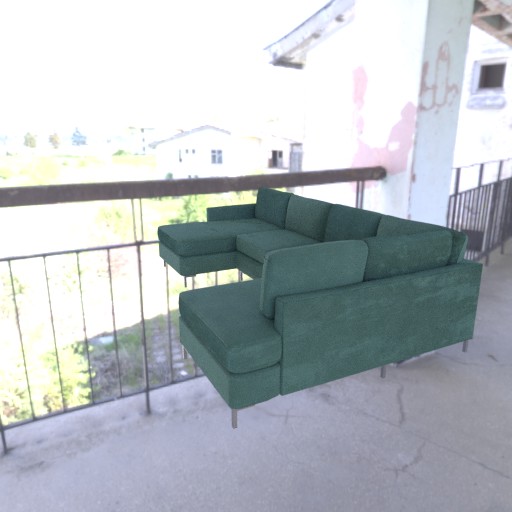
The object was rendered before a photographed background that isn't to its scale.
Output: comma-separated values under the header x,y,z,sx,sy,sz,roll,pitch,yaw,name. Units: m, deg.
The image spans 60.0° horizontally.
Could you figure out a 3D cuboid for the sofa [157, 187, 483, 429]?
x,y,z,sx,sy,sz,roll,pitch,yaw,name
0.000,0.000,4.324,2.055,0.992,3.434,-8,17,-26,sofa
